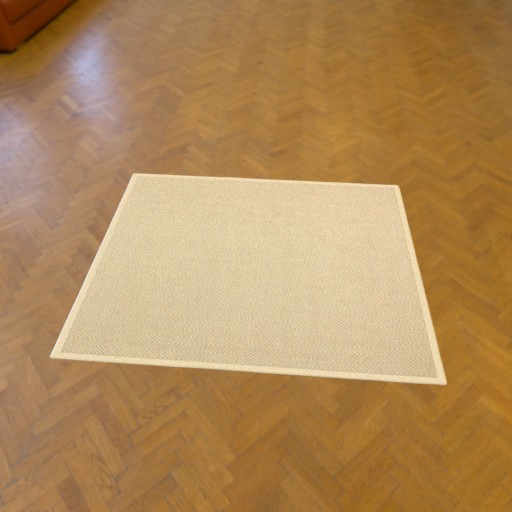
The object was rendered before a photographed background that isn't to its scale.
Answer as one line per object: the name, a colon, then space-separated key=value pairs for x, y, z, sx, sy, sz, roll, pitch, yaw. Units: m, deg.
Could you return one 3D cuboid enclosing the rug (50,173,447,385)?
rug: x=0.000 y=0.000 z=4.172 sx=3.009 sy=0.019 sz=2.423 roll=3 pitch=46 yaw=3
